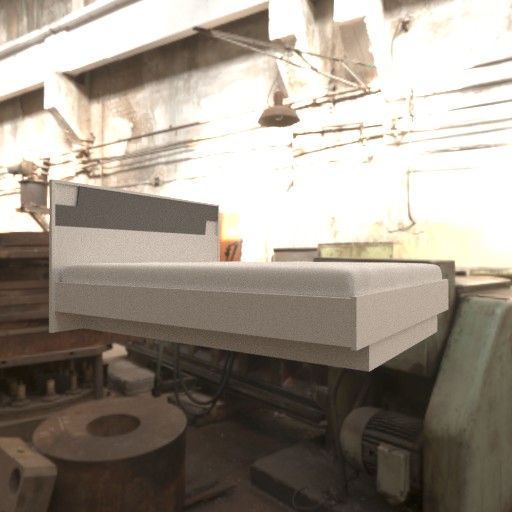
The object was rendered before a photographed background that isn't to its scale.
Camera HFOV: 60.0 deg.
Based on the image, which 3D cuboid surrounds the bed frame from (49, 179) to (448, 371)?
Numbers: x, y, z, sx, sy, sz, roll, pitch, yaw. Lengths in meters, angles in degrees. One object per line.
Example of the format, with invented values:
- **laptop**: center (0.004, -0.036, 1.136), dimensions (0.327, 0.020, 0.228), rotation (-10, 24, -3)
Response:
- **bed frame**: center (0.000, 0.000, 2.997), dimensions (2.100, 1.001, 1.711), rotation (0, 0, 35)
